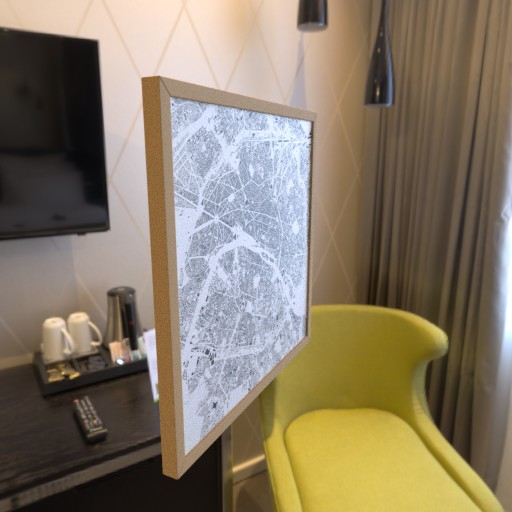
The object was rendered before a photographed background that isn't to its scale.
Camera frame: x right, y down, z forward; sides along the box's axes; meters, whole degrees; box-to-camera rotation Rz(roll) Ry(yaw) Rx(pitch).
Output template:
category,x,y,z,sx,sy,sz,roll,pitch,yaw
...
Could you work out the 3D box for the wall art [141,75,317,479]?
category,x,y,z,sx,sy,sz,roll,pitch,yaw
wall art,0.000,0.000,1.140,0.037,0.761,0.761,7,15,26
